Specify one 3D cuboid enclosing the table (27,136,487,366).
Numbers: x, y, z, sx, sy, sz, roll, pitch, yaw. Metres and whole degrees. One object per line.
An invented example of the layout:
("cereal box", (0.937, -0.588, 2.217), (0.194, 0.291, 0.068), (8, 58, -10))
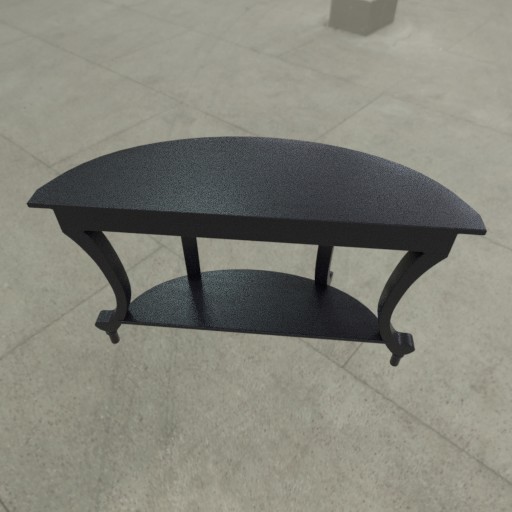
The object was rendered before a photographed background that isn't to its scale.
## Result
("table", (0.000, 0.000, 1.530), (1.198, 0.692, 0.394), (4, 46, 4))
